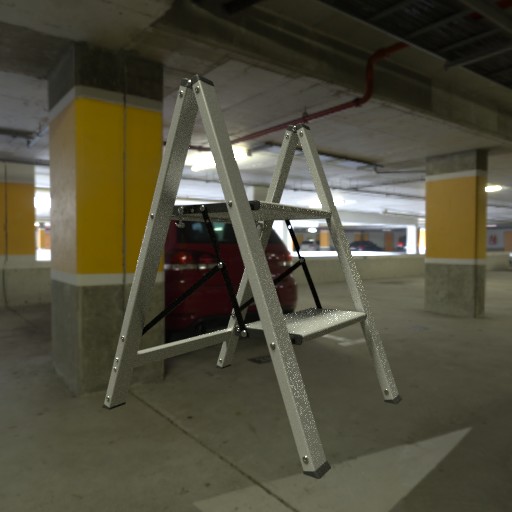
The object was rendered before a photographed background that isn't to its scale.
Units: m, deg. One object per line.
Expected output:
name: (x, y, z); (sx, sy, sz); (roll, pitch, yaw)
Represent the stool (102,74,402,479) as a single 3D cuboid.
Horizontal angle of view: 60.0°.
stool: (0.000, 0.000, 1.002); (0.535, 0.670, 0.440); (1, 2, 35)
